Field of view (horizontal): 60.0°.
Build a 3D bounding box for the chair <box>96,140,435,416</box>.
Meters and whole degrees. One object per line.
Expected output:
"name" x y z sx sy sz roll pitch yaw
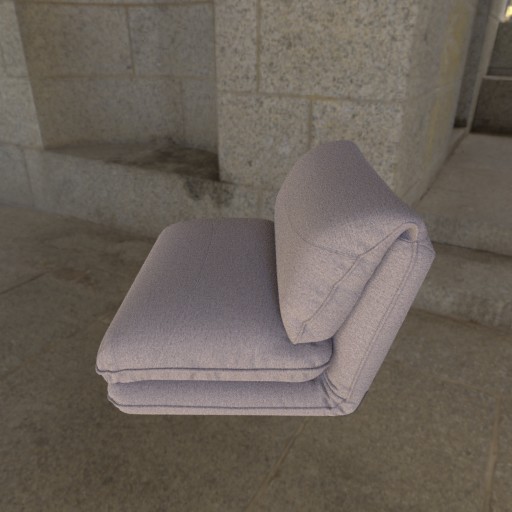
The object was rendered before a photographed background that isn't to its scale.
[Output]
"chair" 0.000 0.000 1.357 0.780 0.580 0.820 0 26 1
